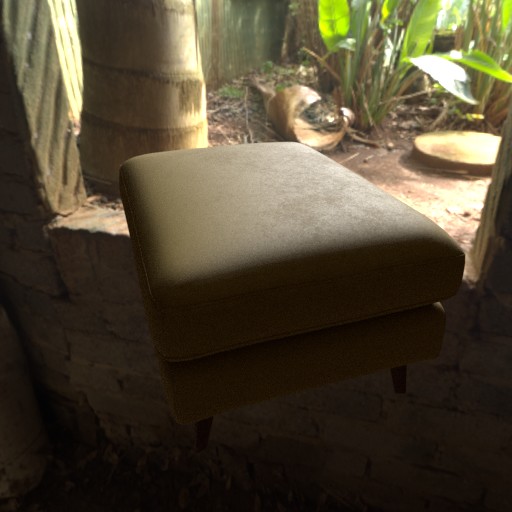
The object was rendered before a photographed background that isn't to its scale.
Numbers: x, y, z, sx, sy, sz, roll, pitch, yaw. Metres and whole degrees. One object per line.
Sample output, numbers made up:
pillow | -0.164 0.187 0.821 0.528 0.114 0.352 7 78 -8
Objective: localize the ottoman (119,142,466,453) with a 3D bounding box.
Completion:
ottoman | 0.000 0.000 1.142 0.608 0.449 0.811 -9 30 -17
